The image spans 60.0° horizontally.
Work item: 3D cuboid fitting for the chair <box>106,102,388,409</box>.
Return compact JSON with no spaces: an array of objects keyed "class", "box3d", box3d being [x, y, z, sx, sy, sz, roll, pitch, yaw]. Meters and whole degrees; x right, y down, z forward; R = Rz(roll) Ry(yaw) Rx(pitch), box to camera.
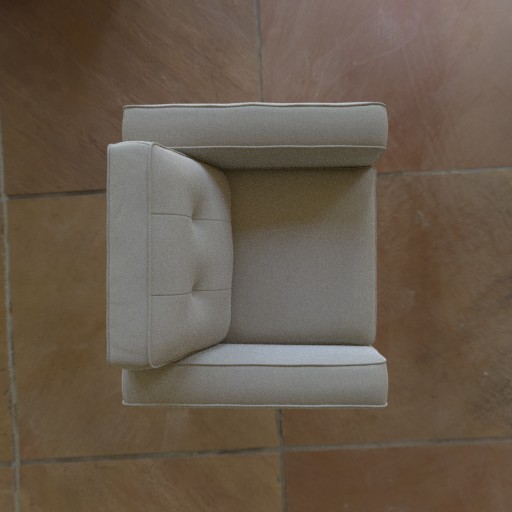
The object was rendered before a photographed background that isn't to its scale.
[{"class":"chair","box3d":[0.000,0.000,1.734,0.953,0.779,1.115,0,90,1]}]
